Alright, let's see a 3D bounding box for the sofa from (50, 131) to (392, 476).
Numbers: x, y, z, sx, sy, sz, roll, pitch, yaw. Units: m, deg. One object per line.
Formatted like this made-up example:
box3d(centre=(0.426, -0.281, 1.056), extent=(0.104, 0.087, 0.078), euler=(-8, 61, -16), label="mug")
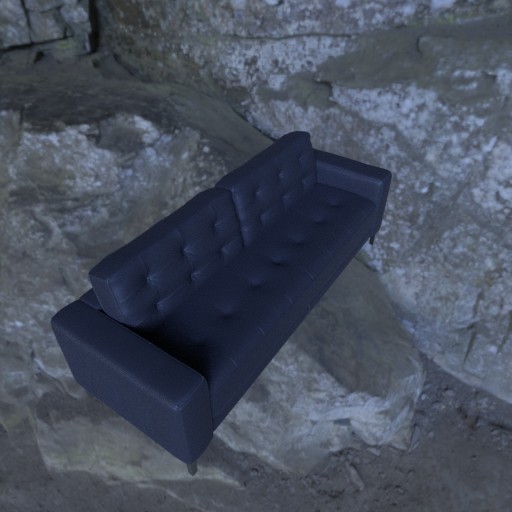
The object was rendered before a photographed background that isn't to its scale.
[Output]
box3d(centre=(0.000, 0.000, 2.709), extent=(0.833, 0.893, 2.275), euler=(24, 46, 26), label="sofa")
